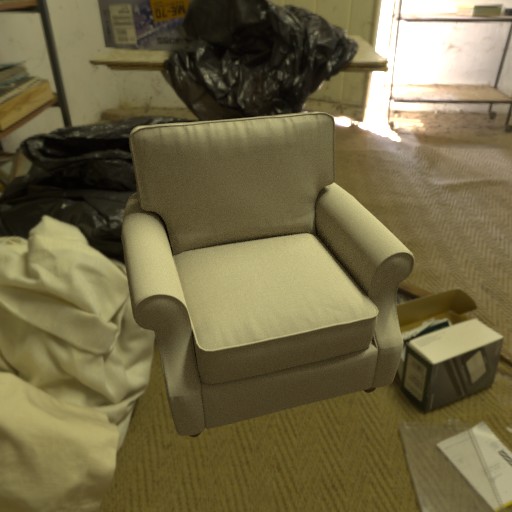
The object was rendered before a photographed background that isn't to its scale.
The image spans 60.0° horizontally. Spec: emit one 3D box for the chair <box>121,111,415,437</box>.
[{"bbox_3d":[0.000,0.000,1.814,1.029,0.967,0.966,-9,34,-14],"label":"chair"}]
